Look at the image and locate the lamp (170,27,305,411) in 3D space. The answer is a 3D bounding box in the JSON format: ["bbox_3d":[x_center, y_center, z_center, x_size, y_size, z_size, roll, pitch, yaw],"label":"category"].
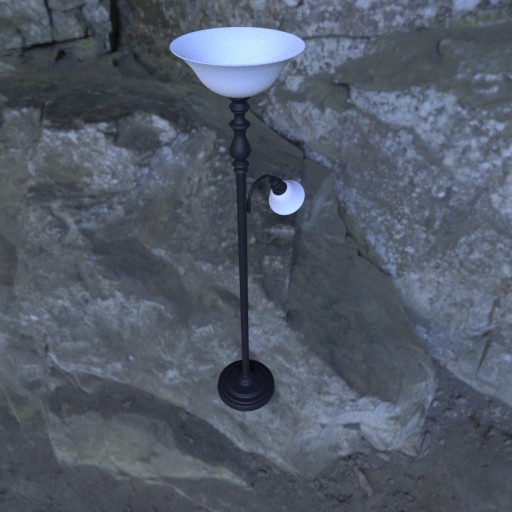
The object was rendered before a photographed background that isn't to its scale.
[{"bbox_3d":[0.000,0.000,1.968,0.405,1.793,0.588,26,46,27],"label":"lamp"}]
